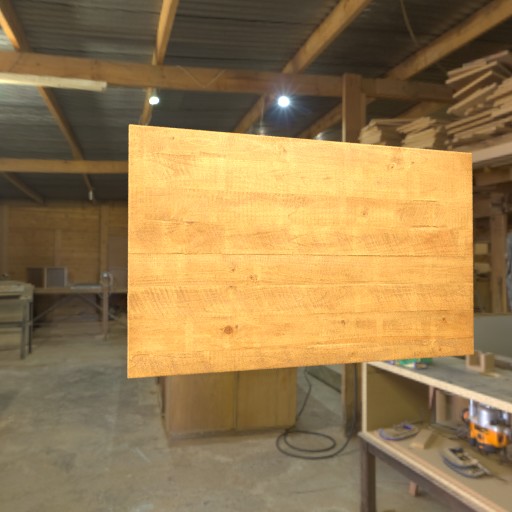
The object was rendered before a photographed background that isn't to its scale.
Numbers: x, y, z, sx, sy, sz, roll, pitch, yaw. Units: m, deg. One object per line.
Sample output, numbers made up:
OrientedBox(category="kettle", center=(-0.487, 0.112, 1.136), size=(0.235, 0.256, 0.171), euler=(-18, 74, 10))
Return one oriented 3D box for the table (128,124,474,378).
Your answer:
OrientedBox(category="table", center=(0.000, 0.000, 3.077), size=(1.707, 1.041, 2.149), euler=(0, -1, -16))
